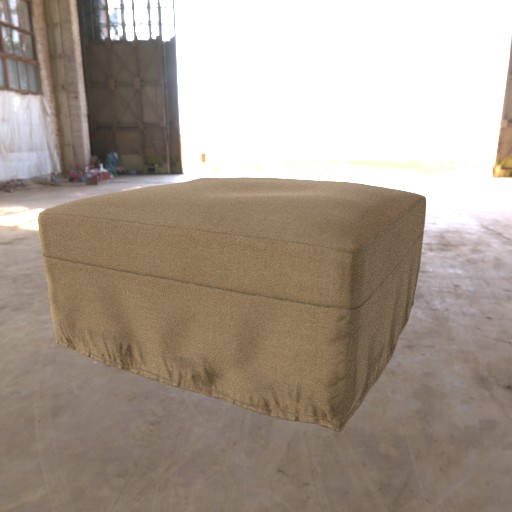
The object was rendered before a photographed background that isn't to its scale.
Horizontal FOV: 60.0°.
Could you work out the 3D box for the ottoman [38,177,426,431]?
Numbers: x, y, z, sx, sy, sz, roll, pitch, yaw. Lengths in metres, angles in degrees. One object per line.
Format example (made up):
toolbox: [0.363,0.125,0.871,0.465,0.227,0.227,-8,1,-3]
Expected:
ottoman: [0.000,0.000,1.308,0.840,0.436,0.843,8,17,27]
